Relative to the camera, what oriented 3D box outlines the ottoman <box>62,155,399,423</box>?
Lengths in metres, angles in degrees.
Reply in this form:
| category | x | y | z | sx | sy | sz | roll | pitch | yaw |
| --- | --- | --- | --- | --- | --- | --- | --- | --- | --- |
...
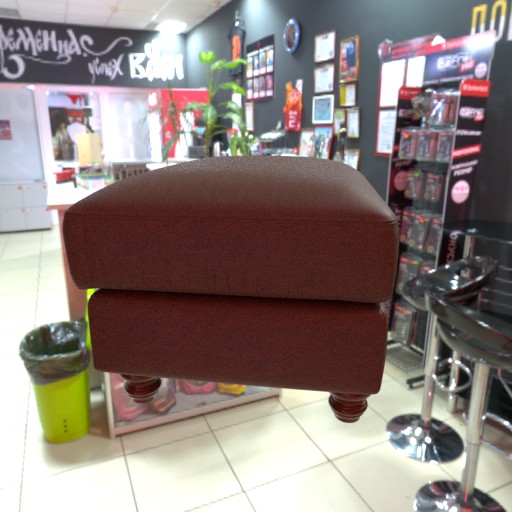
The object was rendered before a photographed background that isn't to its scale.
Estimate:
| category | x | y | z | sx | sy | sz | roll | pitch | yaw |
| --- | --- | --- | --- | --- | --- | --- | --- | --- | --- |
| ottoman | 0.000 | 0.000 | 1.178 | 0.635 | 0.508 | 0.787 | 2 | 16 | 8 |
